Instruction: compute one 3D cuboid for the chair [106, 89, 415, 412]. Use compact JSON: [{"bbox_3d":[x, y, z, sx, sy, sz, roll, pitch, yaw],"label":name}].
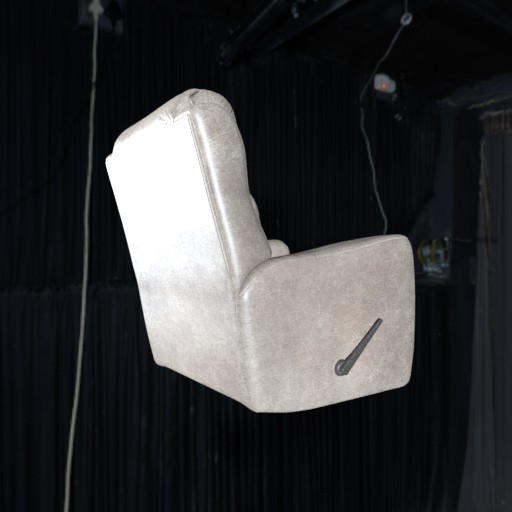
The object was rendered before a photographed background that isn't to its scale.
[{"bbox_3d":[0.000,0.000,1.939,1.068,1.116,0.967,0,-1,-35],"label":"chair"}]
